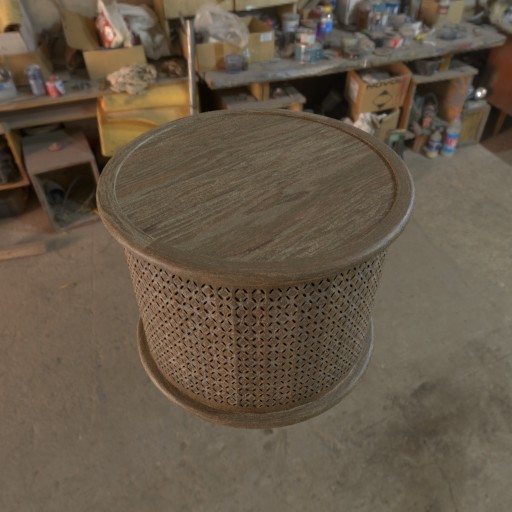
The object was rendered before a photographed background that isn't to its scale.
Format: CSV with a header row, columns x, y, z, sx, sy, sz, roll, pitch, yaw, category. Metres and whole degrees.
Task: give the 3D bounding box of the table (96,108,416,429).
x,y,z,sx,sy,sz,roll,pitch,yaw,category
0.000,0.000,1.013,0.607,0.450,0.607,0,41,0,table
